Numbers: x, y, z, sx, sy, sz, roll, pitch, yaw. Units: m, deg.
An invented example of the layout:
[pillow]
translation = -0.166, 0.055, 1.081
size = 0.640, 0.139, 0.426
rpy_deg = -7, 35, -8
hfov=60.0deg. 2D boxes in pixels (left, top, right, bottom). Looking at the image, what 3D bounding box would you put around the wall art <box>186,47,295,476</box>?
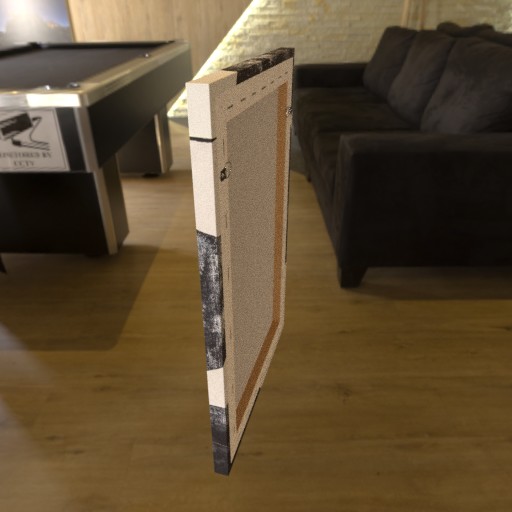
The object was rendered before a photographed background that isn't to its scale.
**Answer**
[wall art]
translation = 0.000, 0.000, 1.126
size = 0.041, 0.915, 0.610
rpy_deg = 8, 31, 14
